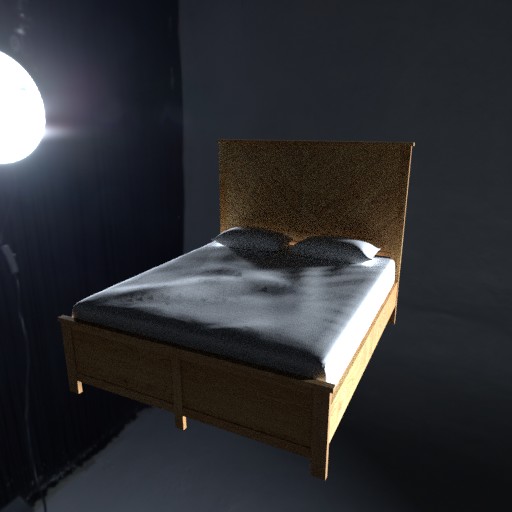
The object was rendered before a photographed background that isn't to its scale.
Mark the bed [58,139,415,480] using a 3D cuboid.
[{"bbox_3d":[0.000,0.000,3.484,1.936,1.686,2.201,8,18,25],"label":"bed"}]
